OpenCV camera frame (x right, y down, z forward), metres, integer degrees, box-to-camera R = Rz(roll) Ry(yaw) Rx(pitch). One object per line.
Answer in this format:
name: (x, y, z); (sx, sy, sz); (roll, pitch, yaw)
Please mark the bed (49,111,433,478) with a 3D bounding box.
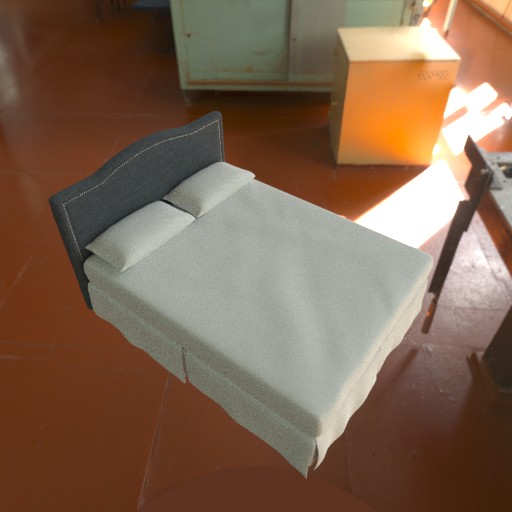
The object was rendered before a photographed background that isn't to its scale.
bed: (0.000, 0.000, 3.976); (2.689, 1.457, 2.161); (28, 49, 26)
